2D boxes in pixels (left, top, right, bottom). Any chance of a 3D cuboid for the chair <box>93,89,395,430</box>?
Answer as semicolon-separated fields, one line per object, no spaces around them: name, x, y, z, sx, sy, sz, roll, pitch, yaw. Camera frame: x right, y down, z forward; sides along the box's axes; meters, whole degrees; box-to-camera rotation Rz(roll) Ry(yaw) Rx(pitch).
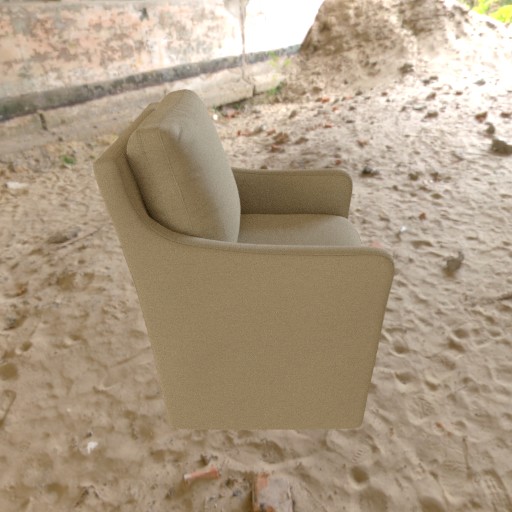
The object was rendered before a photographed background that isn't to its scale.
chair;0.000;0.000;1.379;0.694;0.914;0.626;0;31;0
